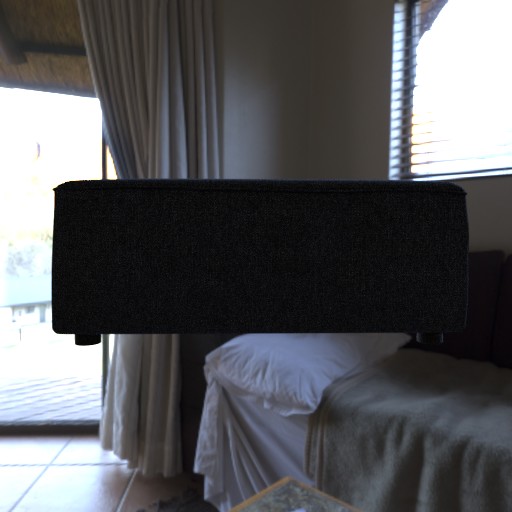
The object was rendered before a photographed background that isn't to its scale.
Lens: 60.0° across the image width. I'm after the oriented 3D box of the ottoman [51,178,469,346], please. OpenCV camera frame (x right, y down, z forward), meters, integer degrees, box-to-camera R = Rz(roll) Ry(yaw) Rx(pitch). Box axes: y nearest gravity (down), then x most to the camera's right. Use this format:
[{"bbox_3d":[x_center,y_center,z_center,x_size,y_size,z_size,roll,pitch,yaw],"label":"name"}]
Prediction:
[{"bbox_3d":[0.000,0.000,1.549,1.023,0.423,1.017,0,1,-1],"label":"ottoman"}]
